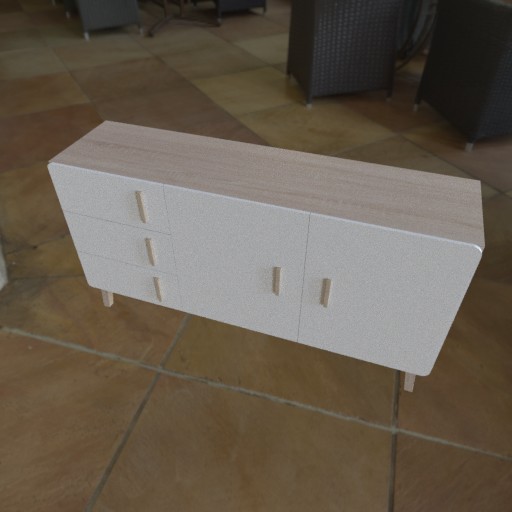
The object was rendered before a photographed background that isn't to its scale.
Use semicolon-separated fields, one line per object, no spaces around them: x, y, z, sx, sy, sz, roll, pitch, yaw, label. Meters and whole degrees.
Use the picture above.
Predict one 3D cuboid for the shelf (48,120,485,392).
0.000;0.000;1.817;1.490;0.780;0.400;13;43;14;shelf
